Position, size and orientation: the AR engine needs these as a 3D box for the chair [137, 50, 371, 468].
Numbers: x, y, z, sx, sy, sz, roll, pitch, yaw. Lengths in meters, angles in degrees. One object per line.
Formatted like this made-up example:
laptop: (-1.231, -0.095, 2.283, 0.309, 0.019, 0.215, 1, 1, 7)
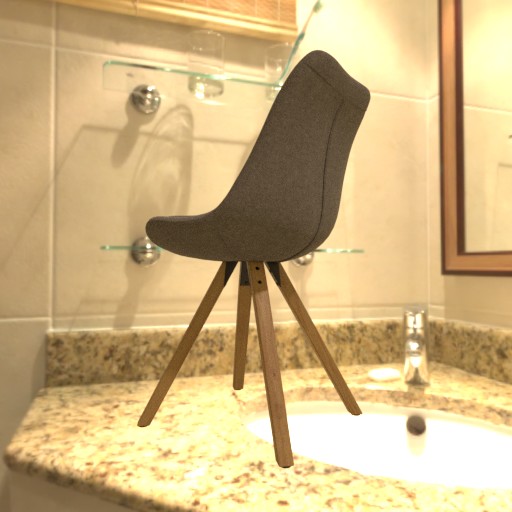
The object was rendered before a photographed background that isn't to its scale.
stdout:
chair: (0.000, 0.000, 1.180, 0.550, 0.865, 0.483, -1, -1, 35)
